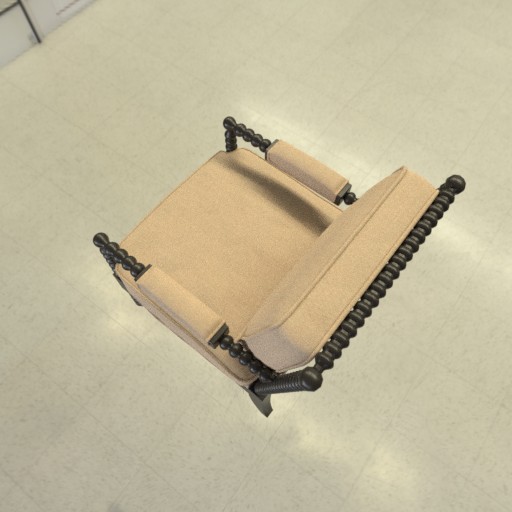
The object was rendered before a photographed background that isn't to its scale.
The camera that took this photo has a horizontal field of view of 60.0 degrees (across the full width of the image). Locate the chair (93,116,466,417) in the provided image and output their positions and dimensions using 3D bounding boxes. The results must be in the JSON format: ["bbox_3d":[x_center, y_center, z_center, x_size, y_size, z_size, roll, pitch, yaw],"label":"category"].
[{"bbox_3d":[0.000,0.000,1.171,0.657,0.703,0.555,36,69,16],"label":"chair"}]
